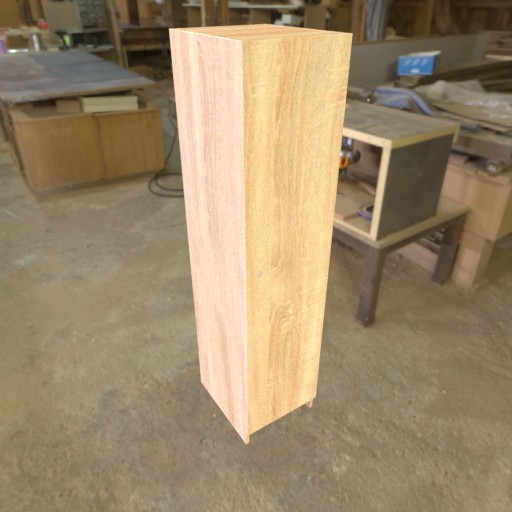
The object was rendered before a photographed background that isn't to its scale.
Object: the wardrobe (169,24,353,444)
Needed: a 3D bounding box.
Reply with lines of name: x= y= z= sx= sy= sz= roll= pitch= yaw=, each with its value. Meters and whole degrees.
wardrobe: x=0.000 y=0.000 z=2.331 sx=0.496 sy=2.117 sz=0.588 roll=-19 pitch=36 yaw=-28
